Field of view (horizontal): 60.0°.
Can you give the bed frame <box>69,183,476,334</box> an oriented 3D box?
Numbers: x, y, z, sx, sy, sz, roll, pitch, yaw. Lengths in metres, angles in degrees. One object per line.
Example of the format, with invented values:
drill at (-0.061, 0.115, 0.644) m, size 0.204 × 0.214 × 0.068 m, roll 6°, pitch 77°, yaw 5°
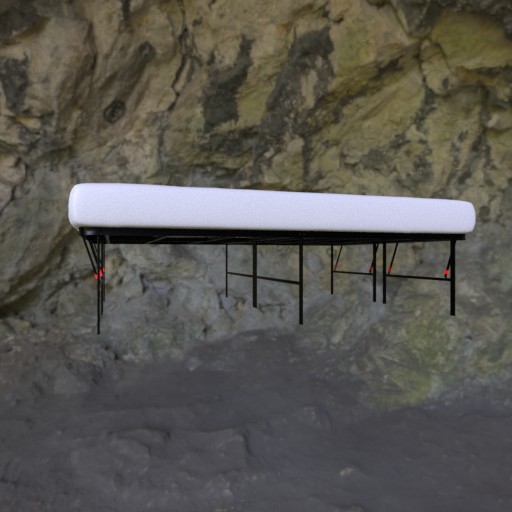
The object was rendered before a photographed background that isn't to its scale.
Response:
bed frame at (0.000, 0.000, 2.864) m, size 2.151 × 0.667 × 1.584 m, roll 0°, pitch 0°, yaw -18°
